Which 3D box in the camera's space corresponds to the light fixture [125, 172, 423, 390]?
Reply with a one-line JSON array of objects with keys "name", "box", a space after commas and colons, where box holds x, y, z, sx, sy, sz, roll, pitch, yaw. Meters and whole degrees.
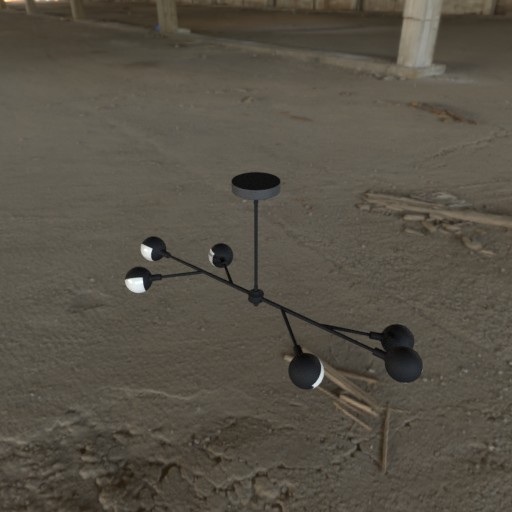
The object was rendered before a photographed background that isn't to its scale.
[{"name": "light fixture", "box": [0.000, 0.000, 1.005, 0.434, 0.362, 0.778, -21, 37, -30]}]
